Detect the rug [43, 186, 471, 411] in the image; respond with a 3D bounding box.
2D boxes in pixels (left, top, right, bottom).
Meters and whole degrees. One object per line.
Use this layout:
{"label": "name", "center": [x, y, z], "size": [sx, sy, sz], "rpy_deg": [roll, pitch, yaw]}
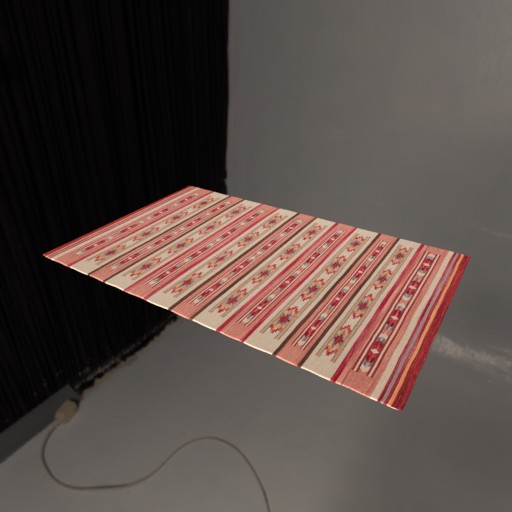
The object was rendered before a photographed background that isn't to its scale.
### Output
{"label": "rug", "center": [0.000, 0.000, 2.973], "size": [2.431, 0.010, 1.535], "rpy_deg": [18, 34, 28]}
